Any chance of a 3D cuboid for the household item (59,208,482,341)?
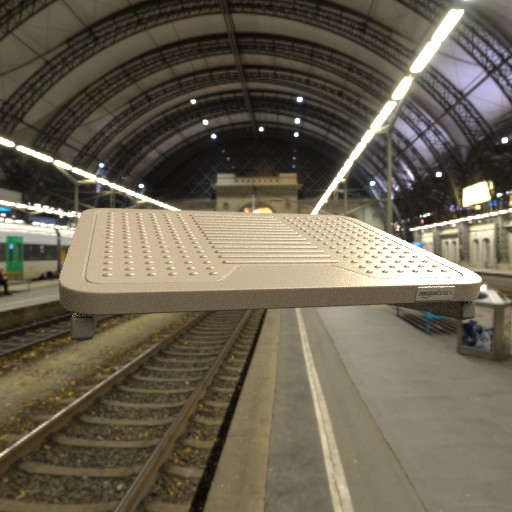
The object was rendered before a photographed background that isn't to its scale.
[{"bbox_3d":[0.000,0.000,0.509,0.390,0.126,0.301,0,0,-17],"label":"household item"}]
